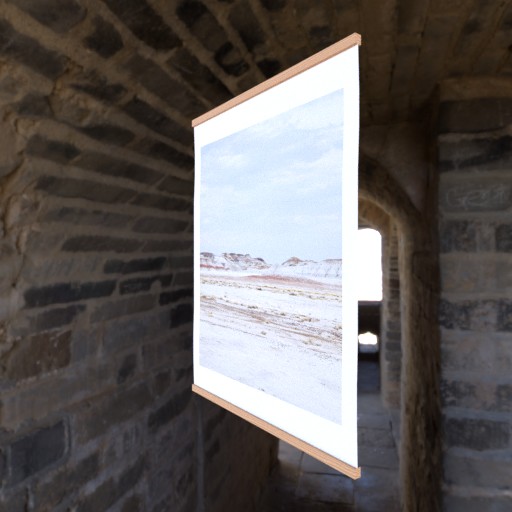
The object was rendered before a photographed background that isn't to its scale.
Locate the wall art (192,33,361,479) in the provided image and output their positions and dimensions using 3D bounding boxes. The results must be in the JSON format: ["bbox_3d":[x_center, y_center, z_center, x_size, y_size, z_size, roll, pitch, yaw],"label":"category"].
[{"bbox_3d":[0.000,0.000,0.671,0.010,0.507,0.404,0,0,-35],"label":"wall art"}]
